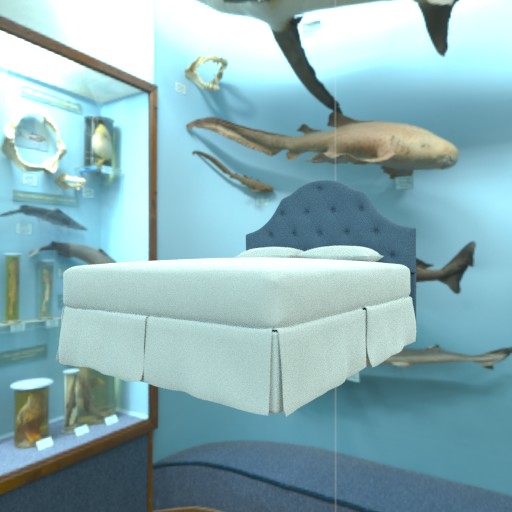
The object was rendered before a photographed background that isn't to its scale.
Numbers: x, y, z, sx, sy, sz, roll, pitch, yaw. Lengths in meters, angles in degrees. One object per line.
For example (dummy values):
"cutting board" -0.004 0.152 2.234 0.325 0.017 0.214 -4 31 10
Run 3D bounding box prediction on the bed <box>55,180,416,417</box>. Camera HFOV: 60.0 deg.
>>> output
"bed" 0.000 0.000 3.733 2.039 1.617 2.477 0 0 35
